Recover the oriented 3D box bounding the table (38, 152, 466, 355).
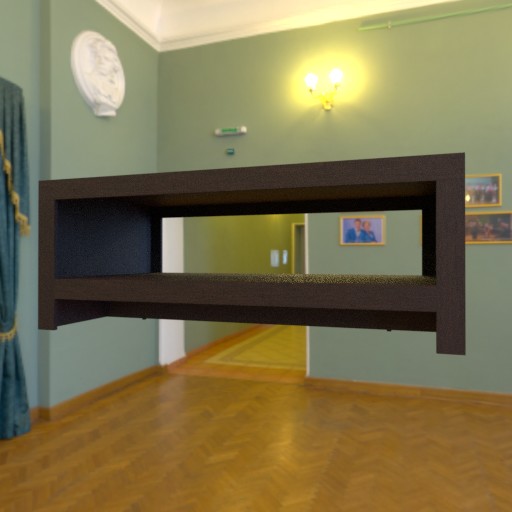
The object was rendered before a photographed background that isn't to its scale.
[{"bbox_3d":[0.000,0.000,1.368,1.099,0.424,0.597,0,0,18],"label":"table"}]
